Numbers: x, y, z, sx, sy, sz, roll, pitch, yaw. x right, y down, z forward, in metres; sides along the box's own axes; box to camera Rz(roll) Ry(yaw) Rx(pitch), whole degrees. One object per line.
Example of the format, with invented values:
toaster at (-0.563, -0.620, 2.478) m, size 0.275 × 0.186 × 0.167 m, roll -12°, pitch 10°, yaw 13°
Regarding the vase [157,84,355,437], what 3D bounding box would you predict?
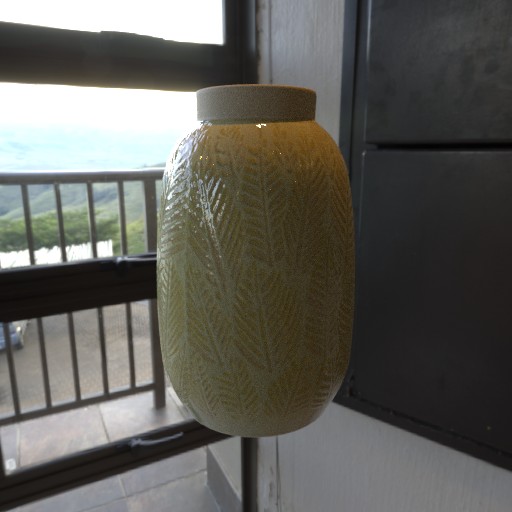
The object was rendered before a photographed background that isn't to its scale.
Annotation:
vase at (0.000, 0.000, 0.388) m, size 0.172 × 0.270 × 0.172 m, roll 0°, pitch 13°, yaw 0°
